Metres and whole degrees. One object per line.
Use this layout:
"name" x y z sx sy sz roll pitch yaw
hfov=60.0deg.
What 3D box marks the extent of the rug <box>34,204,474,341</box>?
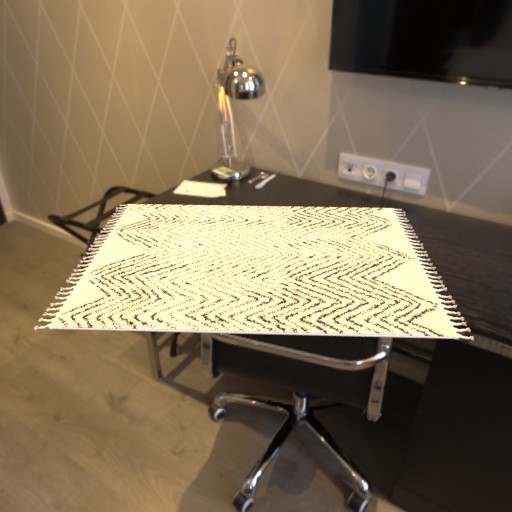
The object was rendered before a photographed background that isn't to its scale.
"rug" 0.000 0.000 2.345 1.847 0.014 1.230 1 32 2
